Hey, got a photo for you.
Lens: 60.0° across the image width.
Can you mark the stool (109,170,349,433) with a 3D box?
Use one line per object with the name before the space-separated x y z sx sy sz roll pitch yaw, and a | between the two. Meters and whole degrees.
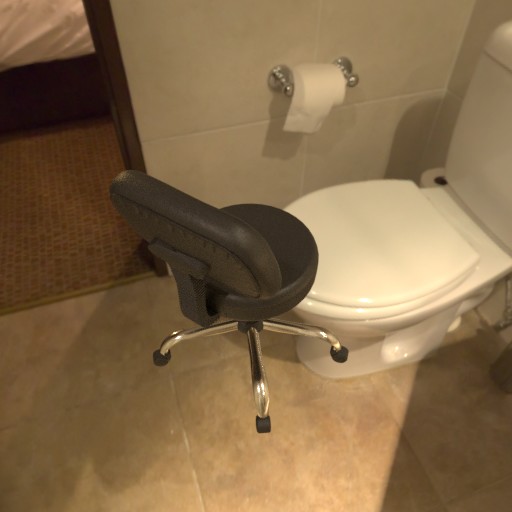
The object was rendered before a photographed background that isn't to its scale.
stool | 0.000 0.000 1.345 0.673 0.862 0.648 26 53 22
